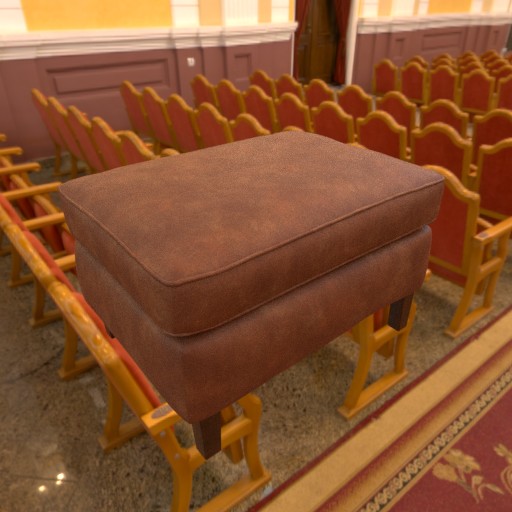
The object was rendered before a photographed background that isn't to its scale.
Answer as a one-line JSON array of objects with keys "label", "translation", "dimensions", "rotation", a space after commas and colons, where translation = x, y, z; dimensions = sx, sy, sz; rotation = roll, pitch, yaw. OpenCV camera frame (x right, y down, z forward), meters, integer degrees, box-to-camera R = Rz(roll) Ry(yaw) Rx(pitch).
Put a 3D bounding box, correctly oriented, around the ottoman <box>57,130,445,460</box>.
[{"label": "ottoman", "translation": [0.000, 0.000, 0.973], "dimensions": [0.665, 0.418, 0.501], "rotation": [-22, 37, -32]}]
